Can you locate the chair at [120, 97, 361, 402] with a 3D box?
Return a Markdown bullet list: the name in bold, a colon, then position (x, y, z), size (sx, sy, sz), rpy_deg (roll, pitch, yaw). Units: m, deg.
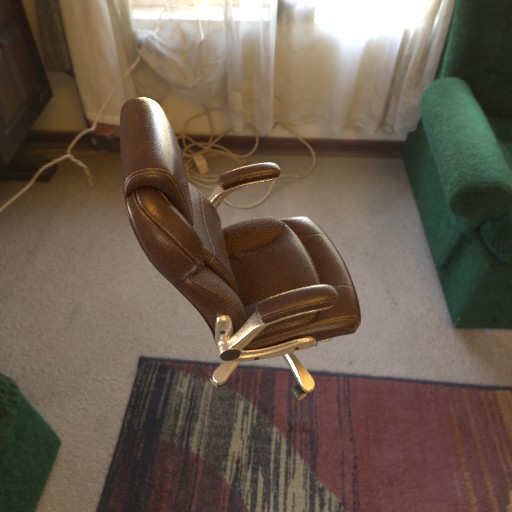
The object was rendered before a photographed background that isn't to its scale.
- **chair**: position (0.000, 0.000, 1.651), size (0.774, 1.160, 0.733), rpy_deg (-10, 47, -9)
